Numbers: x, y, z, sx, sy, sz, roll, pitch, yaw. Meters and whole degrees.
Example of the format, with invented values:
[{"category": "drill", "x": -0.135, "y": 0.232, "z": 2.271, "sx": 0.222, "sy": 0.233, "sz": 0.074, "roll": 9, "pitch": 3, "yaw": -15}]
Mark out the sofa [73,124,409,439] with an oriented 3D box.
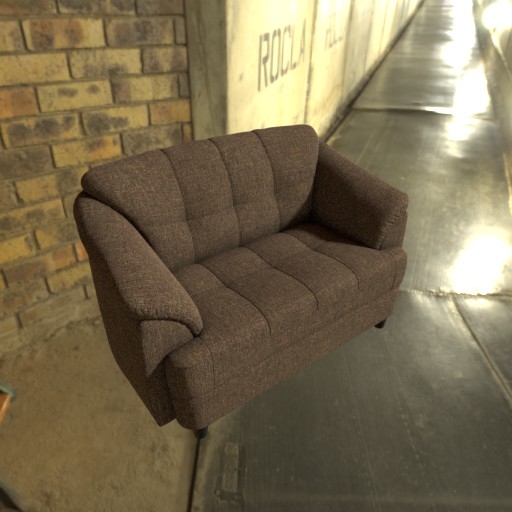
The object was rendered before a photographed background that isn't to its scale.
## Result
[{"category": "sofa", "x": 0.000, "y": 0.000, "z": 1.981, "sx": 1.404, "sy": 0.895, "sz": 0.799, "roll": -21, "pitch": 37, "yaw": -32}]
